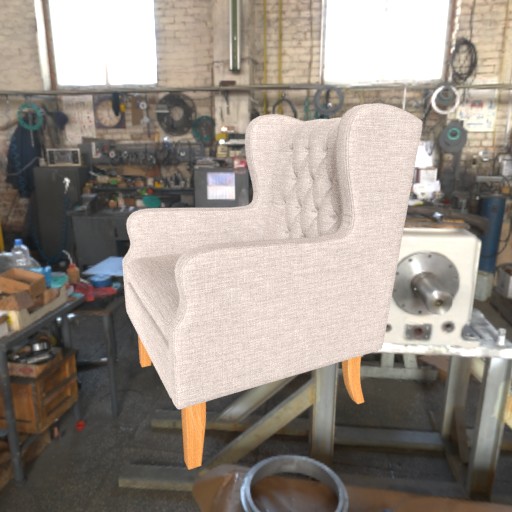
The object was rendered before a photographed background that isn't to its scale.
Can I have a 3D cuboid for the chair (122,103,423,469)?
[{"bbox_3d":[0.000,0.000,1.465,0.760,0.930,0.710,-7,16,-25],"label":"chair"}]
